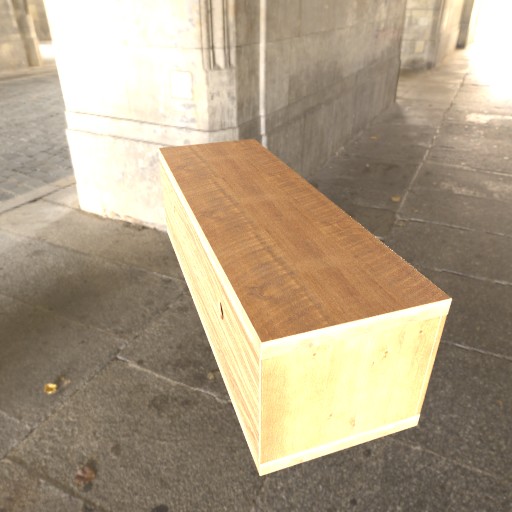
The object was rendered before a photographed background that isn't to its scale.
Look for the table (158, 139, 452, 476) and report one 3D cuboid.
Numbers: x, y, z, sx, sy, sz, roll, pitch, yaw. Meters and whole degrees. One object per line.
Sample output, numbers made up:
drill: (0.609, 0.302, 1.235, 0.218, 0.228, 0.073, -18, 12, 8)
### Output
table: (0.000, 0.000, 1.750, 0.499, 0.491, 1.499, -10, 32, -16)
